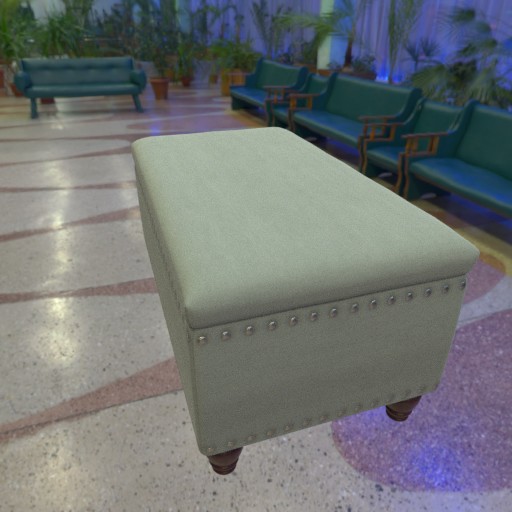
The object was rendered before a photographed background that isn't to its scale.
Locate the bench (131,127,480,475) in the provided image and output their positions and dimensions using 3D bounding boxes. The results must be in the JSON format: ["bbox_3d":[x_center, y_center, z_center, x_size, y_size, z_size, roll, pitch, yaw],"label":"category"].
[{"bbox_3d":[0.000,0.000,1.128,0.500,0.449,0.887,-9,30,-16],"label":"bench"}]
